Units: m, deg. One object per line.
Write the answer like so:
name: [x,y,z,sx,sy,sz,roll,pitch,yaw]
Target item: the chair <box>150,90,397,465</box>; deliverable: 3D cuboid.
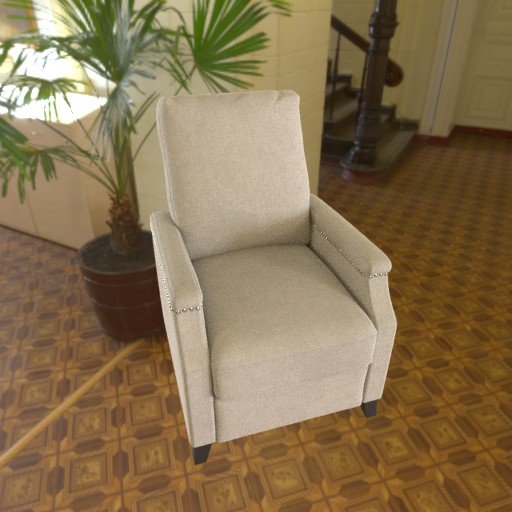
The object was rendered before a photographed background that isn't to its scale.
chair: [0.000,0.000,1.650,0.710,1.049,0.922,-9,32,-15]
